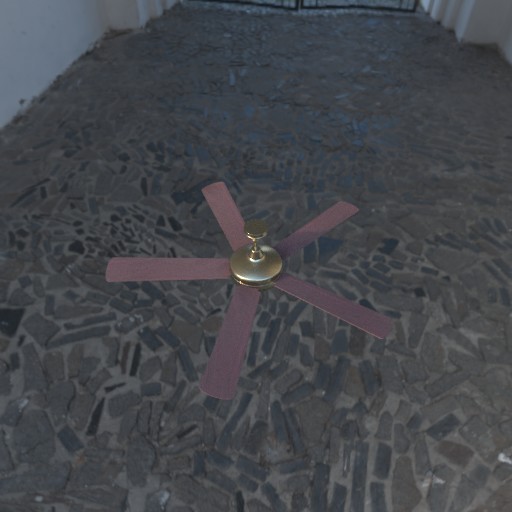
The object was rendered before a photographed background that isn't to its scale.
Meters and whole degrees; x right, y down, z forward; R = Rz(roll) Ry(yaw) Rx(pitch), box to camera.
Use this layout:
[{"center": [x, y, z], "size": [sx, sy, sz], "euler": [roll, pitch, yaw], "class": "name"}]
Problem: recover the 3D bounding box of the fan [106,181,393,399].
[{"center": [0.000, 0.000, 2.040], "size": [1.321, 0.356, 1.321], "euler": [17, 48, 16], "class": "fan"}]
